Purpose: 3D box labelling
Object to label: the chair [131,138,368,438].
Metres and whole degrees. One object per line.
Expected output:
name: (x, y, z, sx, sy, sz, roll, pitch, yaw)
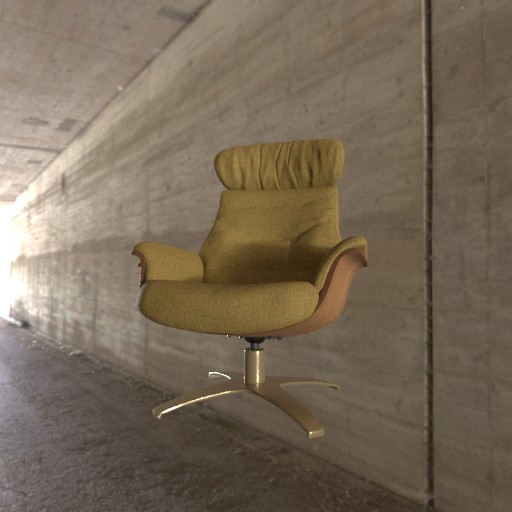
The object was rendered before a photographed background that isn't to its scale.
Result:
chair: (0.000, 0.000, 1.561, 0.785, 0.995, 0.837, 0, -2, 18)
